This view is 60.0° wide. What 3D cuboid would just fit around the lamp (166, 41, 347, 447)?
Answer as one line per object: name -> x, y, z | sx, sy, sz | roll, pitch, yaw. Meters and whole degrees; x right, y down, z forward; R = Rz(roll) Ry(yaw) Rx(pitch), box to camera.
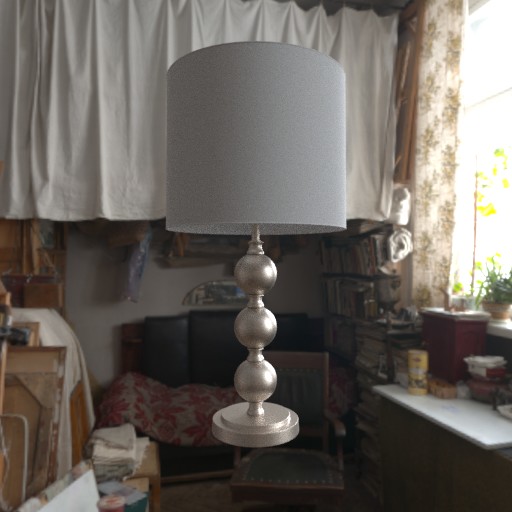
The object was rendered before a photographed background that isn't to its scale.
lamp -> 0.000, 0.000, 0.691 | 0.277, 0.538, 0.277 | 0, 0, 37
